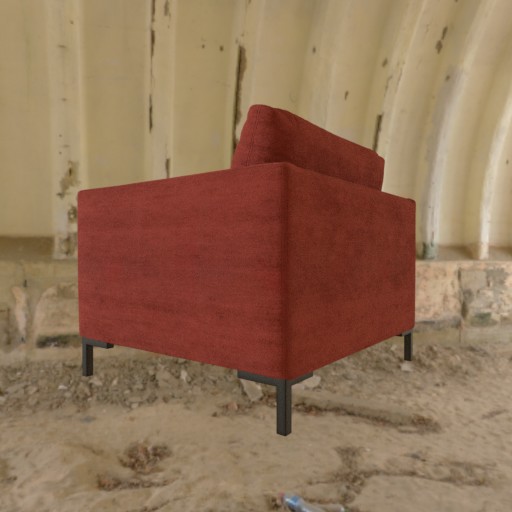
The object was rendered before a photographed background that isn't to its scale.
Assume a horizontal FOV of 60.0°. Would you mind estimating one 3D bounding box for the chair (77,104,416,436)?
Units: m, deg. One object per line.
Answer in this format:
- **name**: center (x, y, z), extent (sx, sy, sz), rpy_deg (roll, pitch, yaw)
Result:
- **chair**: center (0.000, 0.000, 1.620), extent (0.875, 0.812, 0.964), rpy_deg (0, 1, 37)
